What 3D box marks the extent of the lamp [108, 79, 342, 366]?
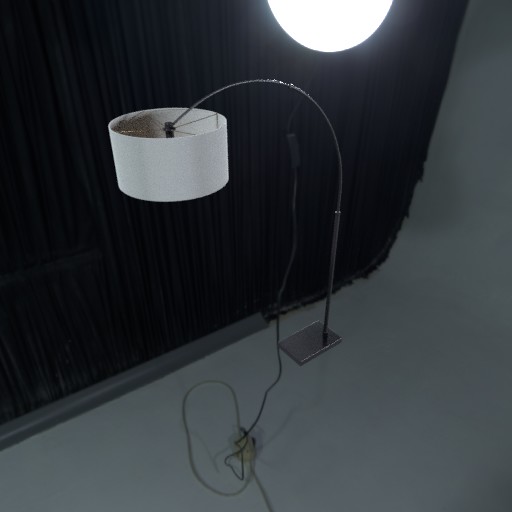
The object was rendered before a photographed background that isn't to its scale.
[{"bbox_3d":[0.000,0.000,2.565,1.424,1.927,0.493,-21,37,-31],"label":"lamp"}]
